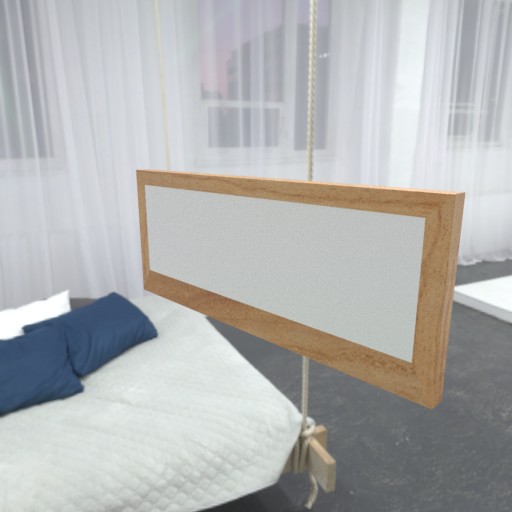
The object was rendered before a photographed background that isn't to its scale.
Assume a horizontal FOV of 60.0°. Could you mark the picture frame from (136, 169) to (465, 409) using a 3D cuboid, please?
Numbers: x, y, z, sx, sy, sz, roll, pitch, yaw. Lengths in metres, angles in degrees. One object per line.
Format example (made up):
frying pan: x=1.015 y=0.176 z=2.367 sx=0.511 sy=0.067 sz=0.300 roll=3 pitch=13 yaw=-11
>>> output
picture frame: x=0.000 y=0.000 z=0.667 sx=0.582 sy=0.234 sz=0.045 roll=14 pitch=20 yaw=43
